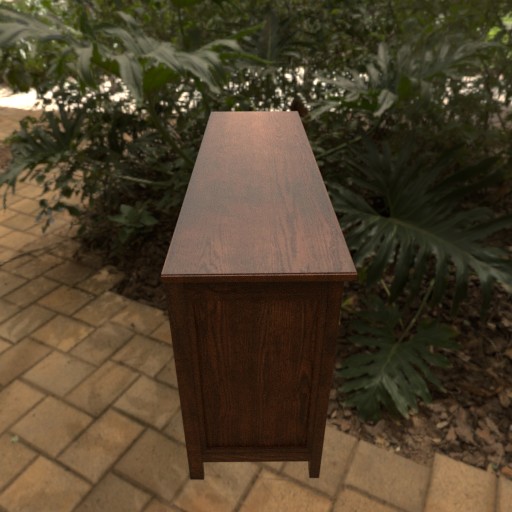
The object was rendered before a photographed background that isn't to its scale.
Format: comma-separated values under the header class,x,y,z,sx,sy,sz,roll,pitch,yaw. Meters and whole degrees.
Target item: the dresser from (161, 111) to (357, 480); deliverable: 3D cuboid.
class,x,y,z,sx,sy,sz,roll,pitch,yaw
dresser,0.000,0.000,1.921,0.463,0.856,1.551,0,32,-1
